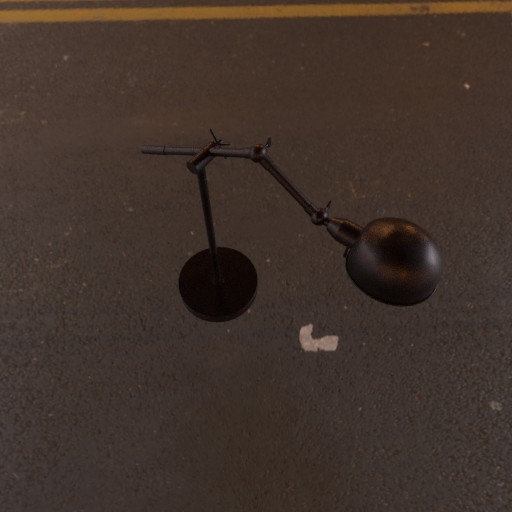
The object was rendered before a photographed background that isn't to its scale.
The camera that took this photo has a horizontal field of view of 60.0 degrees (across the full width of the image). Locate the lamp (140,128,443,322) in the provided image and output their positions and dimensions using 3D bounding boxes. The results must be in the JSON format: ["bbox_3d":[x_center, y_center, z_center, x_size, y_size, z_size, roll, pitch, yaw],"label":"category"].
[{"bbox_3d":[0.000,0.000,0.810,0.567,0.495,0.185,32,64,18],"label":"lamp"}]
